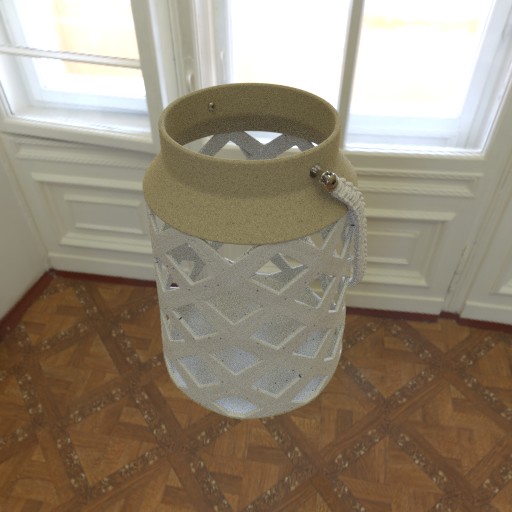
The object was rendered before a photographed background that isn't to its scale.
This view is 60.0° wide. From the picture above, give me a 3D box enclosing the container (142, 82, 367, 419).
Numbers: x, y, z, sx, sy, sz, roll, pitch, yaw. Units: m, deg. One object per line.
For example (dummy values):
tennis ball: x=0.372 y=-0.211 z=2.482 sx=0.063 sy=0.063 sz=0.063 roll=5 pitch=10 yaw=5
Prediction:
container: x=0.000 y=0.000 z=0.343 sx=0.172 sy=0.229 sz=0.163 roll=-26 pitch=48 yaw=-26
